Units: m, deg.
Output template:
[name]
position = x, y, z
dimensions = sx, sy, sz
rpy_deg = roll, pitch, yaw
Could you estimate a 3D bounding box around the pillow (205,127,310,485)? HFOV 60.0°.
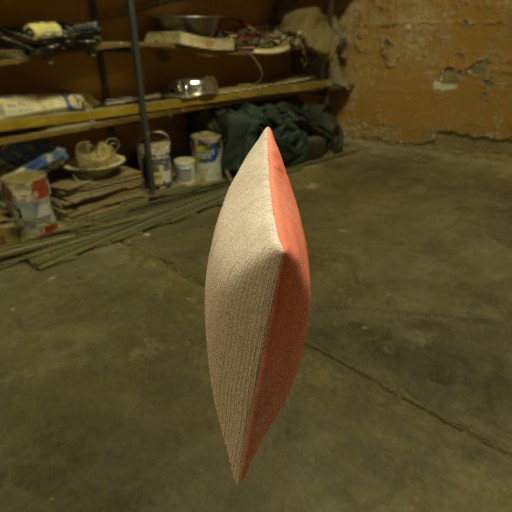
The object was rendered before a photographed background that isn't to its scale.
[pillow]
position = 0.000, 0.000, 0.727
dimensions = 0.155, 0.307, 0.608
rpy_deg = 0, 26, 0
